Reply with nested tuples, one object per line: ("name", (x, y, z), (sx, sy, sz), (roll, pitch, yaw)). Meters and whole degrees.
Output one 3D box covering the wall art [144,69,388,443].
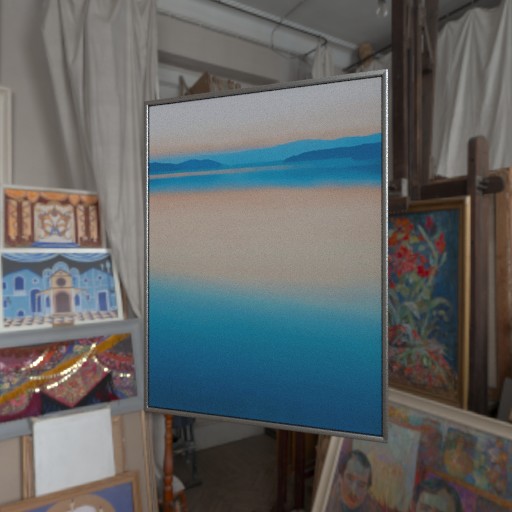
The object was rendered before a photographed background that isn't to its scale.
("wall art", (0.000, 0.000, 1.403), (0.801, 1.062, 0.037), (0, 0, 19))
